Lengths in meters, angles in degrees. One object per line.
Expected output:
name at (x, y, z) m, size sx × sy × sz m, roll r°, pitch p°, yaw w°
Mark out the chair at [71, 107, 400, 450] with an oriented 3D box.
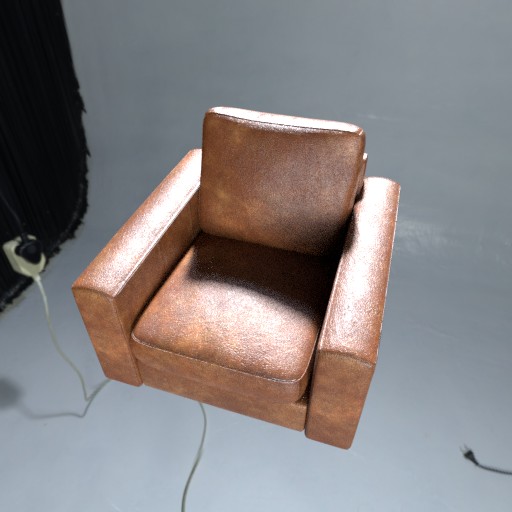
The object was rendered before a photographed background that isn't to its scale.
chair at (0.000, 0.000, 1.754) m, size 1.005 × 0.873 × 1.016 m, roll 12°, pitch 43°, yaw 13°
